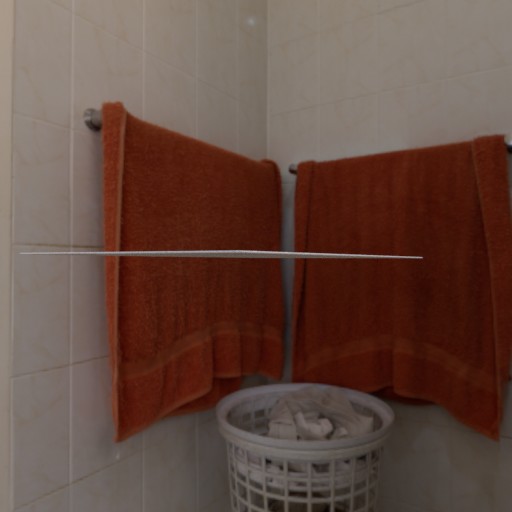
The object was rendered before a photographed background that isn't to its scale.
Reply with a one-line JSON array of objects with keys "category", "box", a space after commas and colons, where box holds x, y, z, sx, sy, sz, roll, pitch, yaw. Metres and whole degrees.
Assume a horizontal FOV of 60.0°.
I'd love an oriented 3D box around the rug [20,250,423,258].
[{"category": "rug", "box": [0.000, 0.000, 2.198, 1.141, 0.015, 1.749, -1, -1, 35]}]
